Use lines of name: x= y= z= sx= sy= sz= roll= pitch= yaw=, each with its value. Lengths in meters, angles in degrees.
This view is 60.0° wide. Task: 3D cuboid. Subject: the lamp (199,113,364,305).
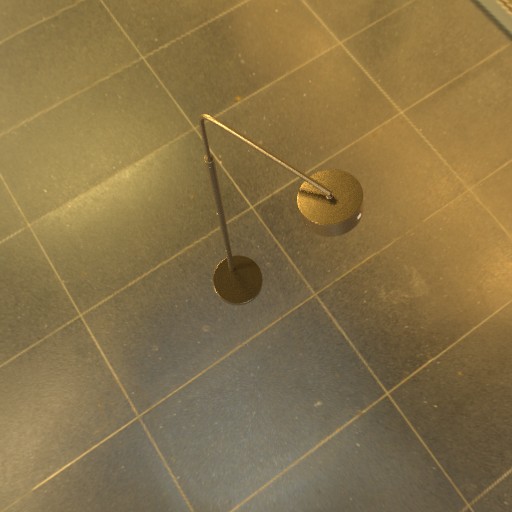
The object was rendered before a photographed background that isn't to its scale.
lamp: x=0.000 y=0.000 z=1.377 sx=0.418 sy=1.230 sz=0.219 roll=35 pitch=77 yaw=9
